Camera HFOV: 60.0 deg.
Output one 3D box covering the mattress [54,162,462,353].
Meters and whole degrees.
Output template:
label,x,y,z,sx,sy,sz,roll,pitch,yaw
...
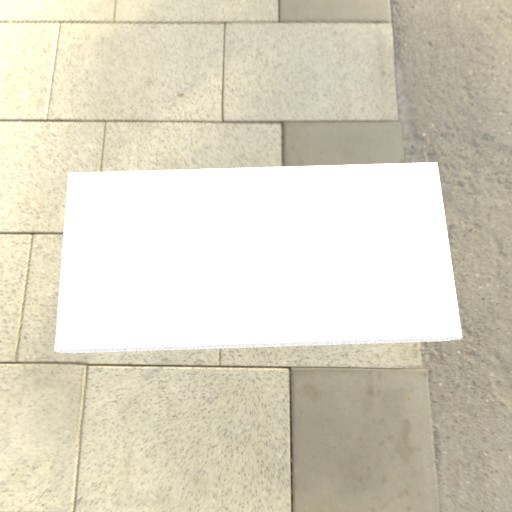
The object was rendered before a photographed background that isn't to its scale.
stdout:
label,x,y,z,sx,sy,sz,roll,pitch,yaw
mattress,0.000,0.000,2.241,1.900,0.200,0.900,-2,76,0
